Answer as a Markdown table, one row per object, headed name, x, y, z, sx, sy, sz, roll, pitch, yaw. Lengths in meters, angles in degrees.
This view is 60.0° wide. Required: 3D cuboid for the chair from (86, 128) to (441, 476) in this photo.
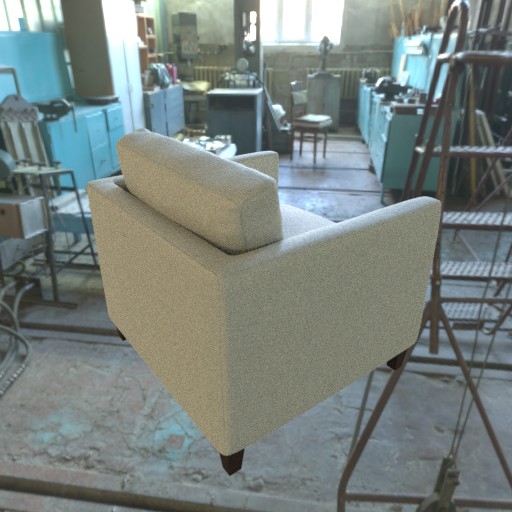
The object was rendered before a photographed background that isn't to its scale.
| name | x | y | z | sx | sy | sz | roll | pitch | yaw |
| --- | --- | --- | --- | --- | --- | --- | --- | --- | --- |
| chair | 0.000 | 0.000 | 1.730 | 0.959 | 0.919 | 0.996 | -18 | 31 | -33 |
